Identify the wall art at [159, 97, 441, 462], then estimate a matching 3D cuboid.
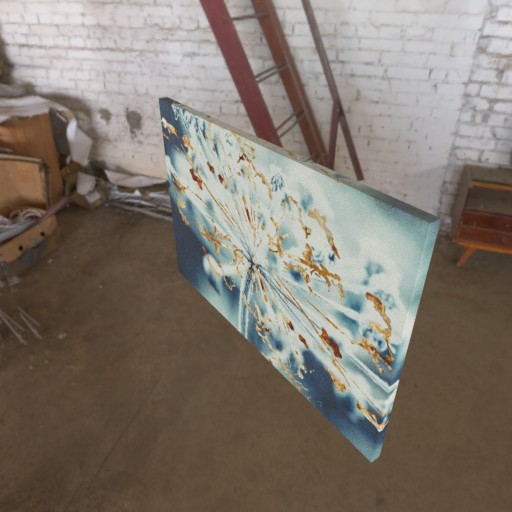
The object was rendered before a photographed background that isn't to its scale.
[{"bbox_3d":[0.000,0.000,1.419,0.035,0.759,1.138,-22,39,-29],"label":"wall art"}]
